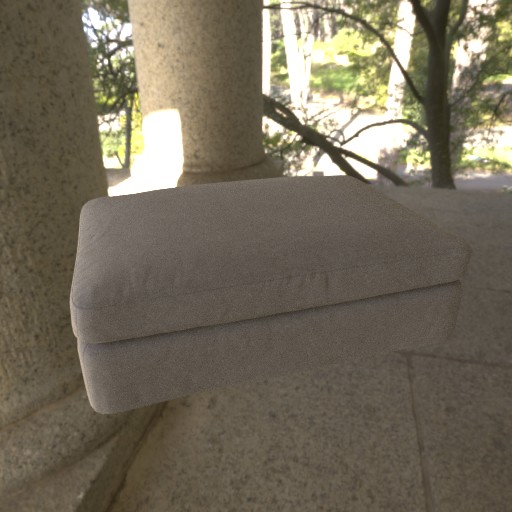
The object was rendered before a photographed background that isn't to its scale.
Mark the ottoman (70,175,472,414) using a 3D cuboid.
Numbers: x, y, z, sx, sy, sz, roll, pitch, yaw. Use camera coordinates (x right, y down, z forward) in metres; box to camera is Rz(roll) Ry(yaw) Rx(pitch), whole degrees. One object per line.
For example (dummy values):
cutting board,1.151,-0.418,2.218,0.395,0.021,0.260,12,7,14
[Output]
ottoman,0.000,0.000,1.603,1.199,0.429,0.840,-8,28,-15
